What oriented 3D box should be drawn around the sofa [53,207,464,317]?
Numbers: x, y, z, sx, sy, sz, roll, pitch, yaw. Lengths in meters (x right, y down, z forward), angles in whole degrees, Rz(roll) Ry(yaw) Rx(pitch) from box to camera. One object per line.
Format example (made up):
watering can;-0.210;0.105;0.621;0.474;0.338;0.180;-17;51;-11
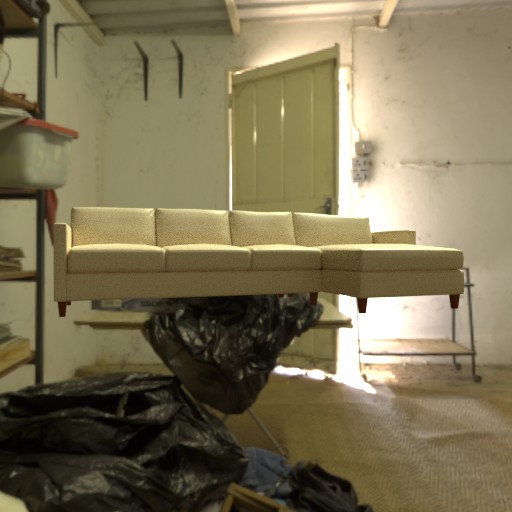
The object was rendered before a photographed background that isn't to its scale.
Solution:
sofa;0.000;0.000;4.159;3.471;0.954;1.603;0;1;-20
